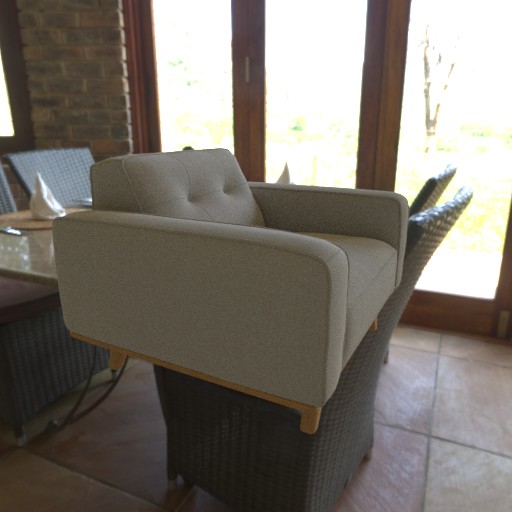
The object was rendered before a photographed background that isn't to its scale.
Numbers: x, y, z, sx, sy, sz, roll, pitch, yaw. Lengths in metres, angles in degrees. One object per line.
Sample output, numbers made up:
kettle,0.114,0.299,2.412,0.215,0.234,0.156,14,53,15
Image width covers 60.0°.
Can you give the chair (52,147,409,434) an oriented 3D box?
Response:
chair,0.000,0.000,1.709,0.953,0.779,1.115,8,18,26
